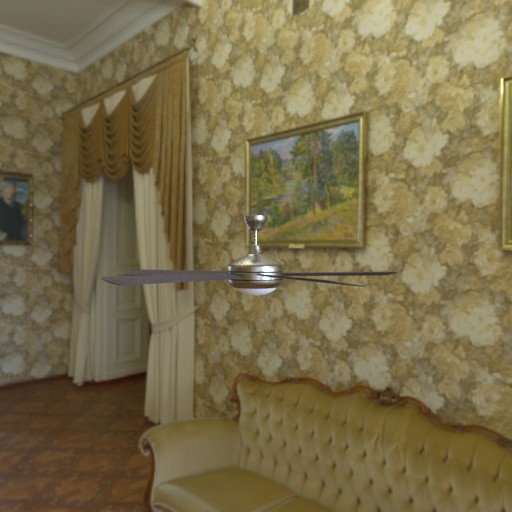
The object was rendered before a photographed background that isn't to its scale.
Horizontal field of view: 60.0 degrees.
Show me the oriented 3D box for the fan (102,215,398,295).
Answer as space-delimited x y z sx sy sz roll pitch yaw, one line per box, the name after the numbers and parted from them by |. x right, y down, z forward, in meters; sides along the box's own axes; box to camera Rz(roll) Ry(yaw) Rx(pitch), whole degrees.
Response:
0.000 0.000 1.992 1.321 0.356 1.321 0 0 0 | fan
